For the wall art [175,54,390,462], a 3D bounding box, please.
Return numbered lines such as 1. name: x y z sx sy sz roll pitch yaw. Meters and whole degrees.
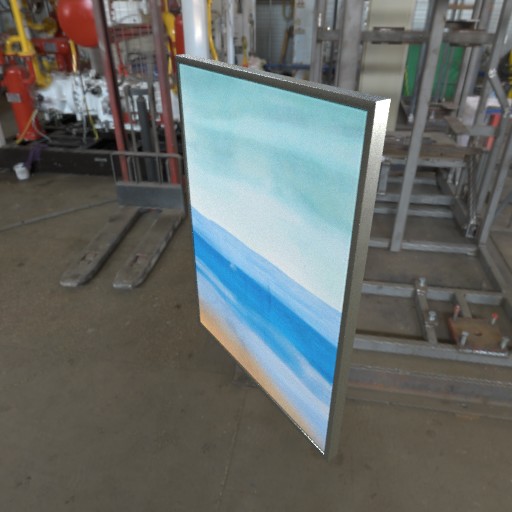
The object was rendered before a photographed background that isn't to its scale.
1. wall art: 0.000 0.000 1.368 0.041 1.062 0.803 -20 37 -30
